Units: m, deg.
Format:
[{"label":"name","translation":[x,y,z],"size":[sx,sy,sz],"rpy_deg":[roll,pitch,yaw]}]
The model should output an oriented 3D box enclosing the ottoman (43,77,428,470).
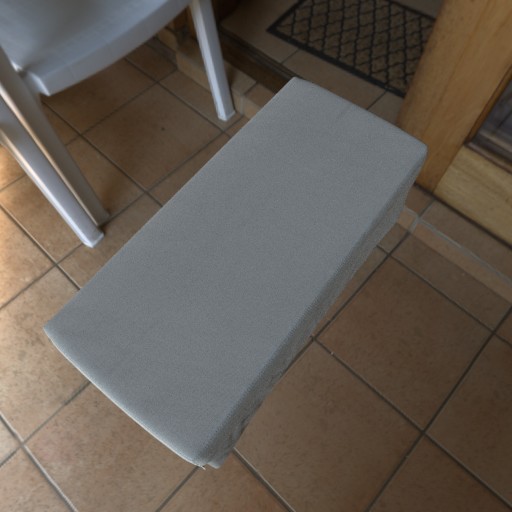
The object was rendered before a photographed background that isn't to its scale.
[{"label":"ottoman","translation":[0.000,0.000,1.665],"size":[0.665,0.457,1.388],"rpy_deg":[34,69,16]}]
